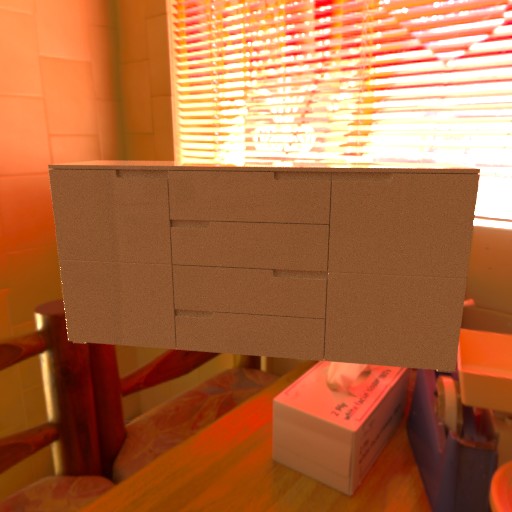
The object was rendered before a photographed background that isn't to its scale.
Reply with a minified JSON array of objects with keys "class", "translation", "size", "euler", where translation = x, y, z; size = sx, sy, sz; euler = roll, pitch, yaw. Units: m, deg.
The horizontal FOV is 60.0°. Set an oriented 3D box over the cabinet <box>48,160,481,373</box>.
[{"class":"cabinet","translation":[0.000,0.000,1.963],"size":[1.650,0.800,0.400],"euler":[2,15,9]}]
